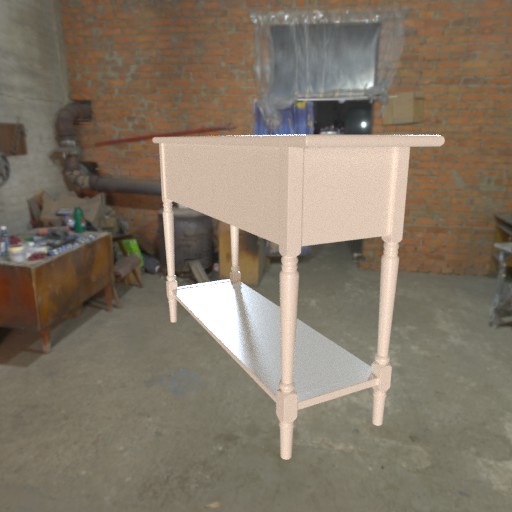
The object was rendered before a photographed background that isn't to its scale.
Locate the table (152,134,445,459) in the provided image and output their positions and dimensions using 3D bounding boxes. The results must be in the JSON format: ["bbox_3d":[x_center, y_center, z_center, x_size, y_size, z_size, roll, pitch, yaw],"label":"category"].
[{"bbox_3d":[0.000,0.000,1.564,0.386,0.814,1.191,-7,16,-26],"label":"table"}]
